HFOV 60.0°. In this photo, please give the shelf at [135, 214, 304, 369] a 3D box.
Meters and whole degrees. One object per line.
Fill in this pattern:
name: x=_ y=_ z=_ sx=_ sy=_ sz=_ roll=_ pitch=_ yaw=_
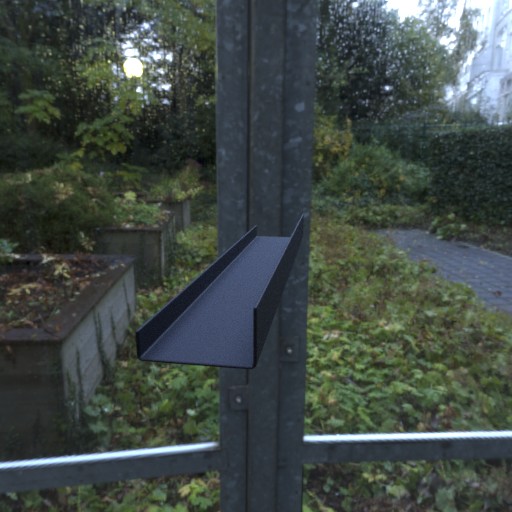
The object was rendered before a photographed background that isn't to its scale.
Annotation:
shelf: x=0.000 y=0.000 z=0.647 sx=0.102 sy=0.053 sz=0.605 roll=2 pitch=13 yaw=9
